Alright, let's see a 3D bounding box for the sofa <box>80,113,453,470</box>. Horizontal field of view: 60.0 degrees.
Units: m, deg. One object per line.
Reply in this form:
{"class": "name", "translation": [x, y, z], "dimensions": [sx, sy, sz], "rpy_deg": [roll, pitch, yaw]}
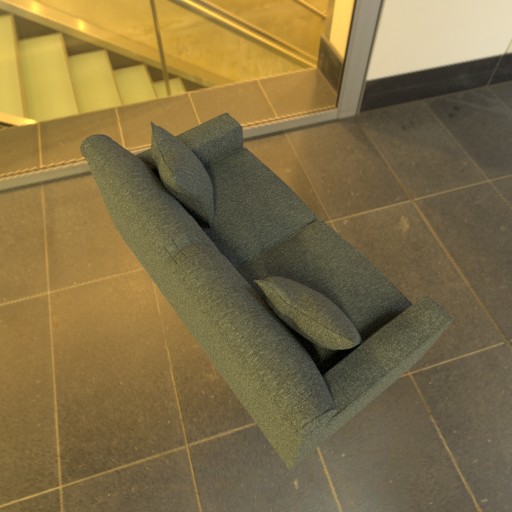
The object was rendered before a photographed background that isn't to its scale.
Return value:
{"class": "sofa", "translation": [0.000, 0.000, 2.433], "dimensions": [0.998, 0.958, 1.846], "rpy_deg": [-32, 62, -19]}
